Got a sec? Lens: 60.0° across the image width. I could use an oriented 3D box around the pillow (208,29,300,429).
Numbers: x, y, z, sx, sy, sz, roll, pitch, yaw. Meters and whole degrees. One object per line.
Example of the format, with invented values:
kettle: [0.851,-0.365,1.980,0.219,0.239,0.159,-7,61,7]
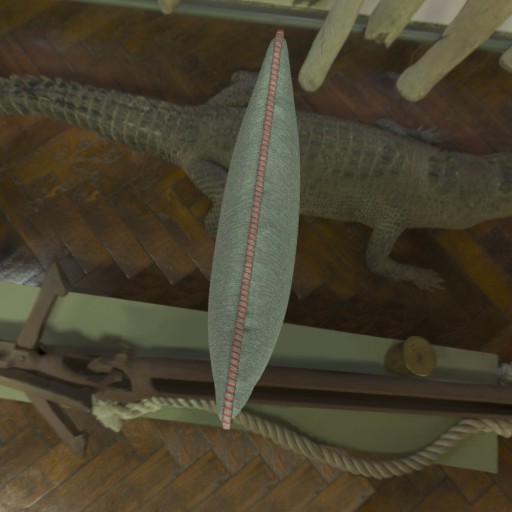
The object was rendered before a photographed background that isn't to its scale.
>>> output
pillow: [0.000,0.000,0.727,0.124,0.491,0.482,7,76,2]
